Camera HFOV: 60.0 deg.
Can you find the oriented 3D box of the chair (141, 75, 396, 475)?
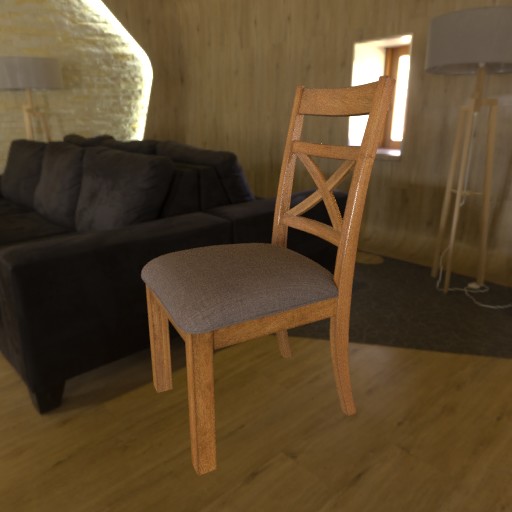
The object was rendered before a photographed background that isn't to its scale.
[{"bbox_3d":[0.000,0.000,1.268,0.581,0.949,0.470,-9,19,-25],"label":"chair"}]
